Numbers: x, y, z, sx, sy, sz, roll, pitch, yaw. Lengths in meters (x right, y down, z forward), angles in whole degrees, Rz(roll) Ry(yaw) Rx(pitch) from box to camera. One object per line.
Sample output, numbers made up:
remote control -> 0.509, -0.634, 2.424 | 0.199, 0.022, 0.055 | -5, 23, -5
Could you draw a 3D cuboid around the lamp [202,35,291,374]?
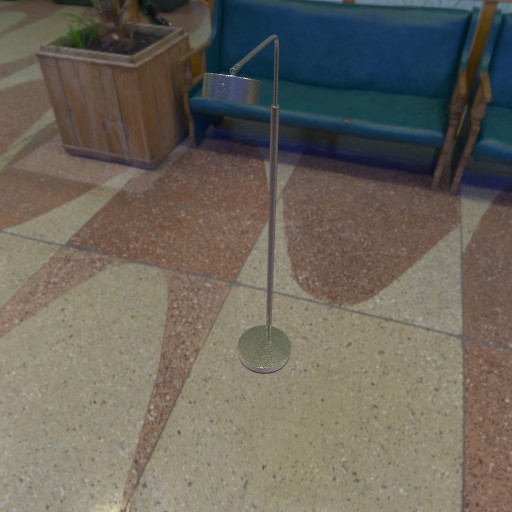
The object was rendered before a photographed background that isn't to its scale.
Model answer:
lamp -> 0.000, 0.000, 1.403 | 0.222, 1.250, 0.421 | 14, 43, 15
